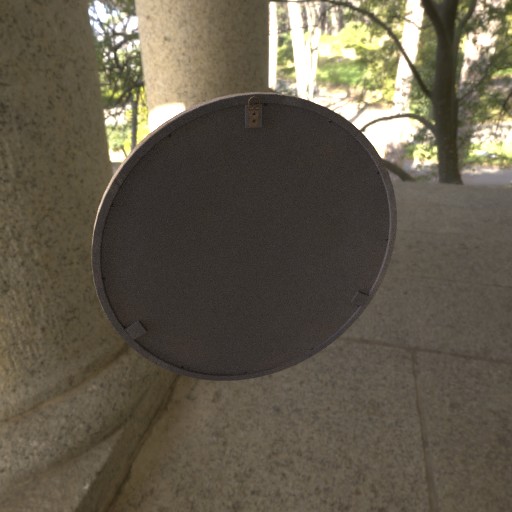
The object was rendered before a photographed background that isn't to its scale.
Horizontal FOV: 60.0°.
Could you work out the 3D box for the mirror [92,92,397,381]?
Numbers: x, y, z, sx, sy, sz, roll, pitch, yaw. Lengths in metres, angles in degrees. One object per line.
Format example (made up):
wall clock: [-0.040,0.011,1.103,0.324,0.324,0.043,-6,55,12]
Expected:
mirror: [0.000,0.000,1.023,0.710,0.710,0.038,-8,28,-14]
